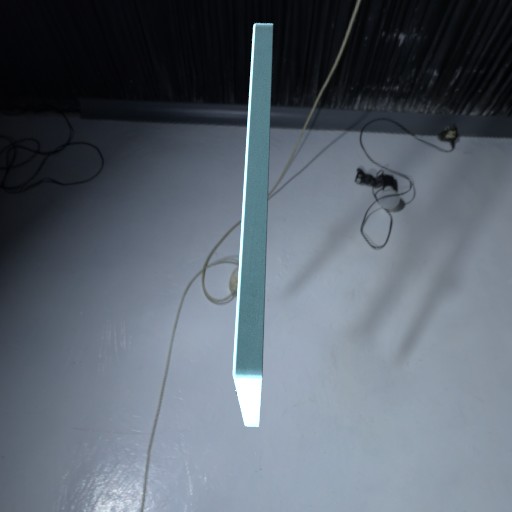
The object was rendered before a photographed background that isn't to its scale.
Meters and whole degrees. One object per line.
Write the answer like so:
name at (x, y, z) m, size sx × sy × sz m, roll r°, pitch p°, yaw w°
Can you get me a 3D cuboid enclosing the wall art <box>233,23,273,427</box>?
wall art at (0.000, 0.000, 1.608) m, size 0.070 × 1.073 × 1.071 m, roll 2°, pitch 64°, yaw 1°
